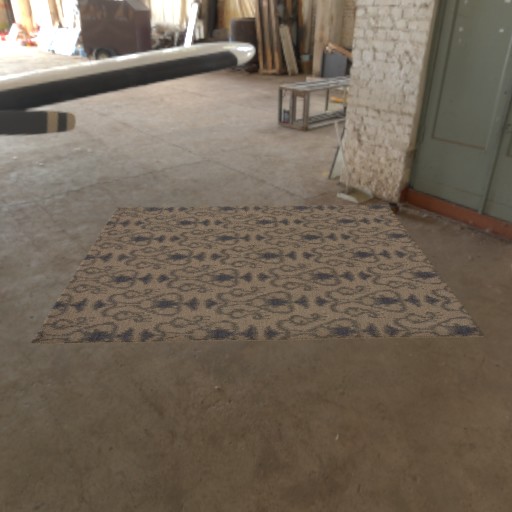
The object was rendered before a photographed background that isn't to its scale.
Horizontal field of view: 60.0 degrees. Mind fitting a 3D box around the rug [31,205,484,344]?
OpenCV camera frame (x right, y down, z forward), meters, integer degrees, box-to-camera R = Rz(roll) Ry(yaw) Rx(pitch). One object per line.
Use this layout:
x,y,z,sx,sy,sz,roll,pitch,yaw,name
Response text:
0.000,0.000,4.172,3.205,0.015,2.437,-1,29,-1,rug
